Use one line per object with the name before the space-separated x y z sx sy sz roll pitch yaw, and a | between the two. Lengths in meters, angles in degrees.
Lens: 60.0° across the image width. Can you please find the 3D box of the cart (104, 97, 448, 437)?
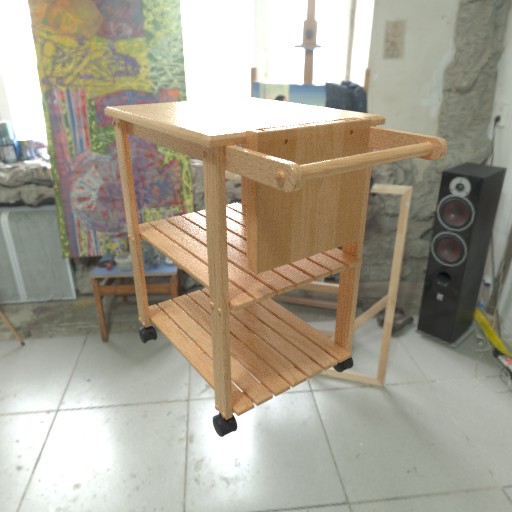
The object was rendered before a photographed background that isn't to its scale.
cart | 0.000 0.000 1.314 0.520 0.816 0.843 -17 30 -32
